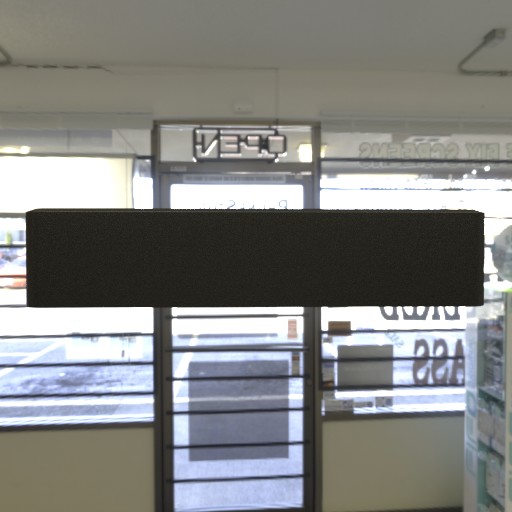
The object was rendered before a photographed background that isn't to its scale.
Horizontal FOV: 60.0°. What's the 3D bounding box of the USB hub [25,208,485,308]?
[{"bbox_3d":[0.000,0.000,0.124,0.110,0.023,0.044,0,1,-1],"label":"USB hub"}]
